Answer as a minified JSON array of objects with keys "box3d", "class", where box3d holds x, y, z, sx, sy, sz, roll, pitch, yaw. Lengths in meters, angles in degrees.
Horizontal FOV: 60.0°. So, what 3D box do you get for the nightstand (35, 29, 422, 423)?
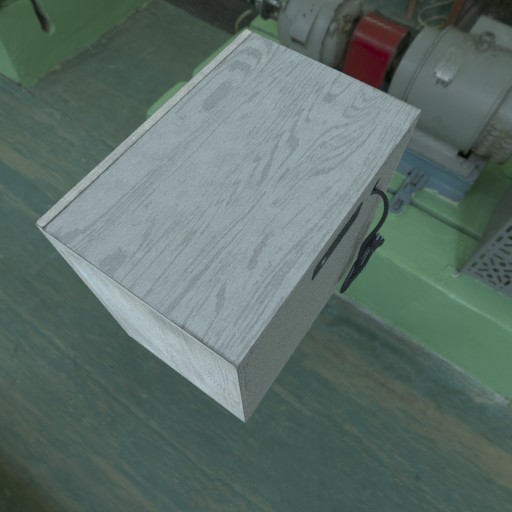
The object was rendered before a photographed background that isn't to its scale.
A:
[{"box3d":[0.000,0.000,1.091,0.483,0.673,0.612,32,67,15],"class":"nightstand"}]
